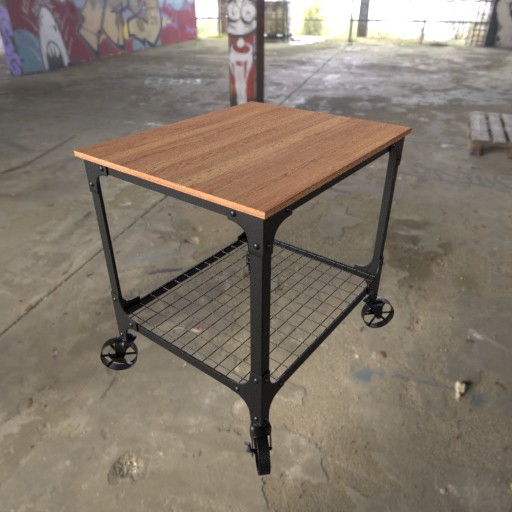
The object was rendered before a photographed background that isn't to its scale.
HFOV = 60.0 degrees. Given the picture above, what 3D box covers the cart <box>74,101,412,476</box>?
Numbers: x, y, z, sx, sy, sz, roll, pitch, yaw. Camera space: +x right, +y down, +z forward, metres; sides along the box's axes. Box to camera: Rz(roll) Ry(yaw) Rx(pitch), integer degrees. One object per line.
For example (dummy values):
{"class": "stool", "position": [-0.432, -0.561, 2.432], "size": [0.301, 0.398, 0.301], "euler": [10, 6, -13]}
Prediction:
{"class": "cart", "position": [0.000, 0.000, 1.129], "size": [0.558, 0.603, 0.666], "euler": [21, 37, 31]}
